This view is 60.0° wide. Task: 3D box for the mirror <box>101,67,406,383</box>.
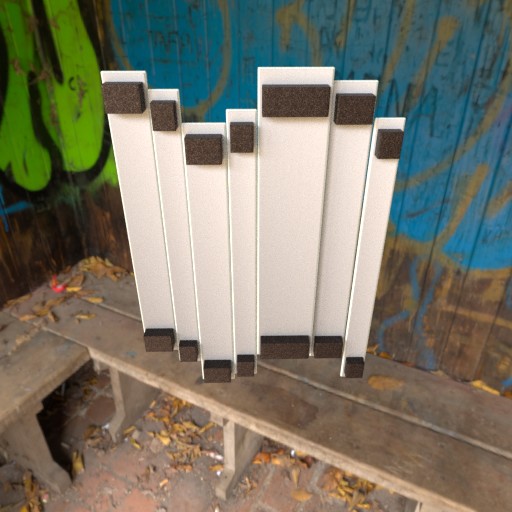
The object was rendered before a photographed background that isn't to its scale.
[{"bbox_3d":[0.000,0.000,0.772,0.445,0.611,0.058,-1,31,-1],"label":"mirror"}]
